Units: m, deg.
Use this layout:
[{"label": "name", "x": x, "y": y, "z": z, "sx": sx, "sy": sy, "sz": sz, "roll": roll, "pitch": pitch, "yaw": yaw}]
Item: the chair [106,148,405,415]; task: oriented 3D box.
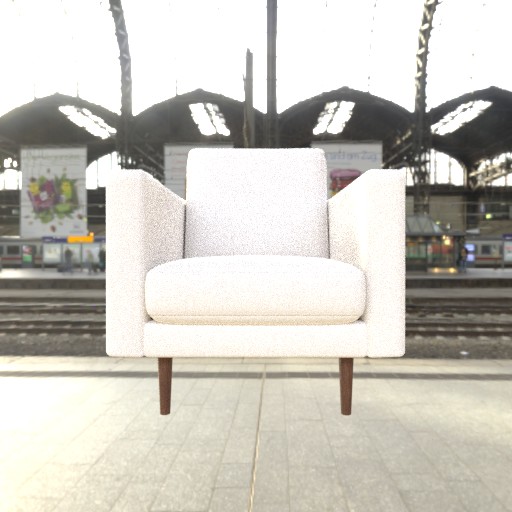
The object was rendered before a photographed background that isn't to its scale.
[{"label": "chair", "x": 0.000, "y": 0.000, "z": 1.600, "sx": 0.831, "sy": 0.899, "sz": 0.879, "roll": 0, "pitch": 0, "yaw": 0}]
